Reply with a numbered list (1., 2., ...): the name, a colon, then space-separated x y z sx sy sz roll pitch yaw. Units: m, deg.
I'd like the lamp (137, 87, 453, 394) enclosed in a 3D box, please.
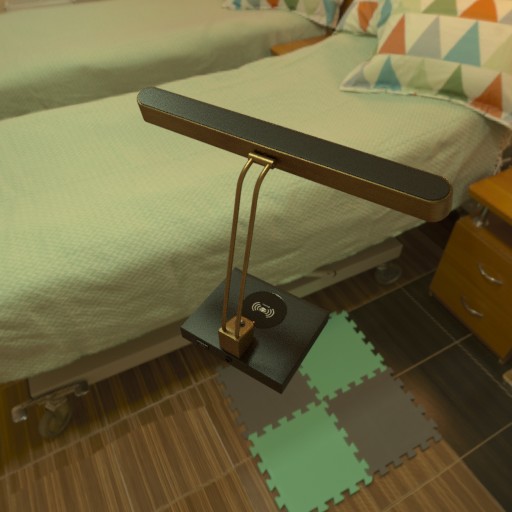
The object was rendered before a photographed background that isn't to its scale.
1. lamp: 0.000 0.000 0.601 0.412 0.345 0.156 24 50 22
